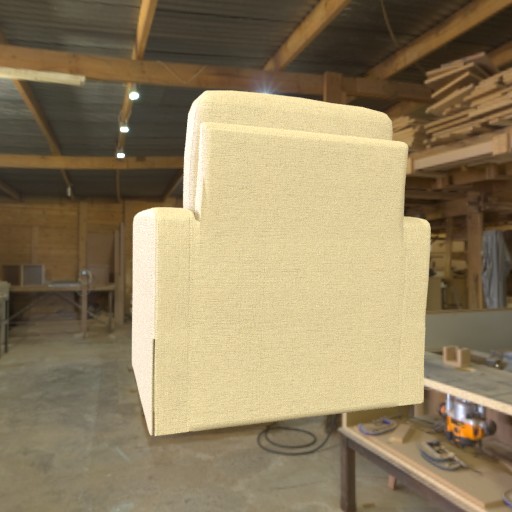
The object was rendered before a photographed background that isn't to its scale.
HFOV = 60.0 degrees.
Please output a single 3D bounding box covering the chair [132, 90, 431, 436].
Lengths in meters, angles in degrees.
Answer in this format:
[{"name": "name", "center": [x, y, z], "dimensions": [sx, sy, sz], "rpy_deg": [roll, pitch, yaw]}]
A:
[{"name": "chair", "center": [0.000, 0.000, 1.473], "dimensions": [0.755, 0.827, 0.888], "rpy_deg": [0, -1, -19]}]
